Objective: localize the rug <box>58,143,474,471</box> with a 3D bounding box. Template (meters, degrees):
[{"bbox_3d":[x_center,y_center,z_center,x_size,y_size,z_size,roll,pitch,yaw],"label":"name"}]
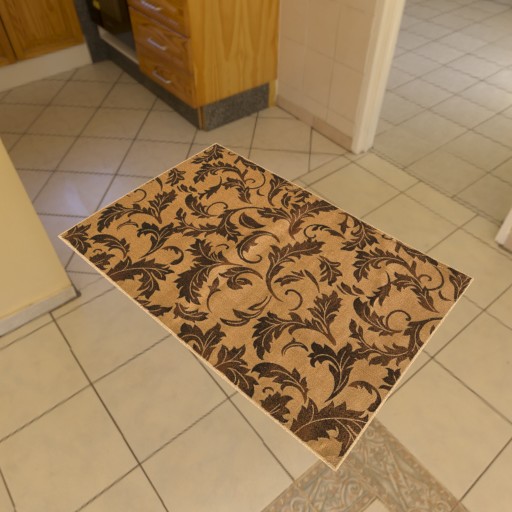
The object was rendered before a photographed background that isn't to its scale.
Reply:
[{"bbox_3d":[0.000,0.000,2.884,2.284,0.008,1.522,33,55,27],"label":"rug"}]
